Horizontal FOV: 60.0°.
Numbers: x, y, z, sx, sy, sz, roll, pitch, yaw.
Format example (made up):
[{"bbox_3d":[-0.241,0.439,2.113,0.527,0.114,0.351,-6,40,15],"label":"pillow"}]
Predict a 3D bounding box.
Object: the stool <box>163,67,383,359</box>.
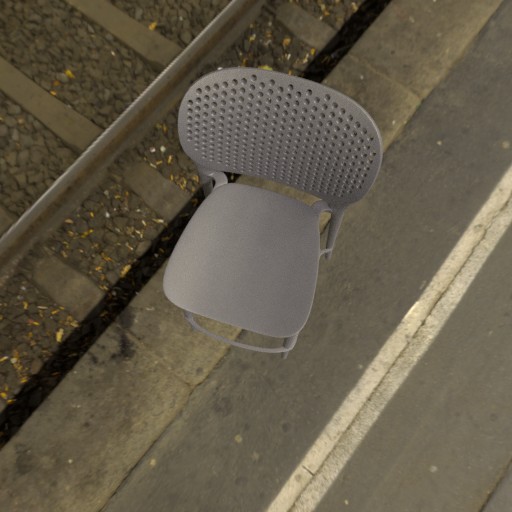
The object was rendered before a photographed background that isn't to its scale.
[{"bbox_3d":[0.000,0.000,1.364,0.536,1.045,0.535,17,76,4],"label":"stool"}]
